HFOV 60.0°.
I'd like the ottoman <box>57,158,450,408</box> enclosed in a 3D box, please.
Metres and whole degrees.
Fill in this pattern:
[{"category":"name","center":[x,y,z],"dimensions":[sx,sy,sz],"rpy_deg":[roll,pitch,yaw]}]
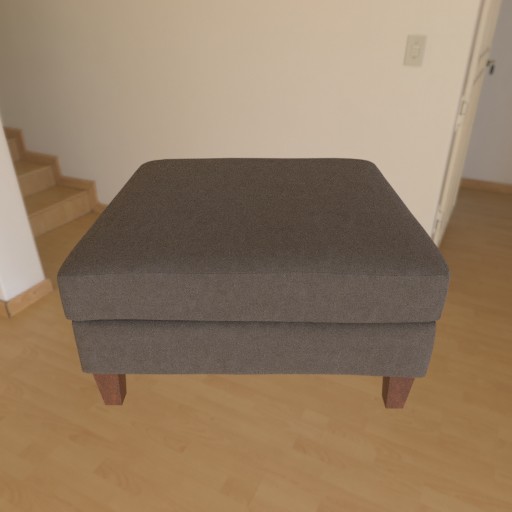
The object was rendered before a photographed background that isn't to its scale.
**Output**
[{"category":"ottoman","center":[0.000,0.000,1.407],"dimensions":[0.881,0.482,0.861],"rpy_deg":[0,29,1]}]
